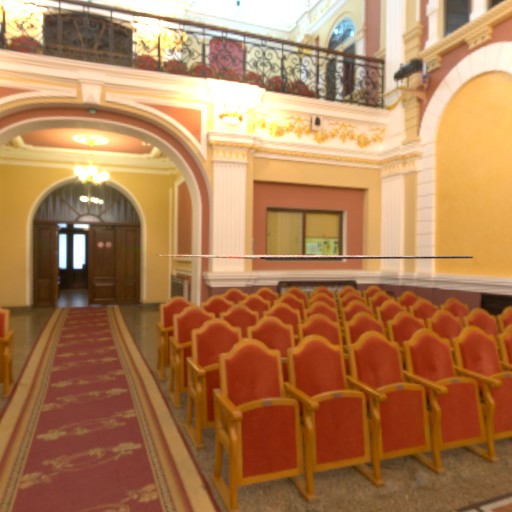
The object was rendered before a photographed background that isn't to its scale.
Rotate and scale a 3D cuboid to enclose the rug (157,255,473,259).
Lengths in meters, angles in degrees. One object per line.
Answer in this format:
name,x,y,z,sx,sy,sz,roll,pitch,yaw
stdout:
rug,0.000,0.000,2.575,0.832,0.008,2.362,0,0,-20
